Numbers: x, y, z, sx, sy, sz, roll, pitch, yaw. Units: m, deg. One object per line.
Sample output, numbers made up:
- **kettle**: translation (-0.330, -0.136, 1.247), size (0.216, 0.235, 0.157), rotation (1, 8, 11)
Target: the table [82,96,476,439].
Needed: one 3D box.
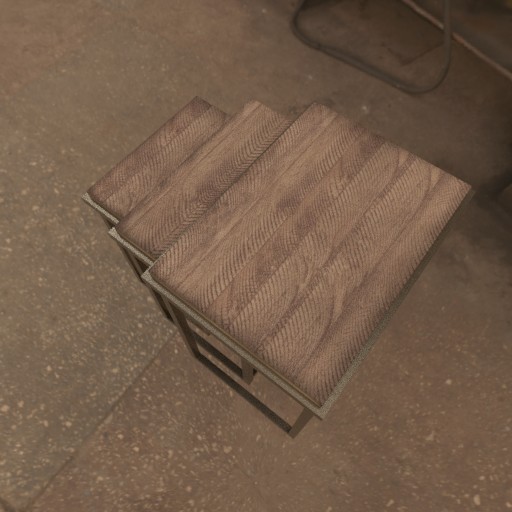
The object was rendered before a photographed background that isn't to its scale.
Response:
- **table**: translation (0.000, 0.000, 1.156), size (0.706, 0.610, 0.559), rotation (35, 68, 16)
